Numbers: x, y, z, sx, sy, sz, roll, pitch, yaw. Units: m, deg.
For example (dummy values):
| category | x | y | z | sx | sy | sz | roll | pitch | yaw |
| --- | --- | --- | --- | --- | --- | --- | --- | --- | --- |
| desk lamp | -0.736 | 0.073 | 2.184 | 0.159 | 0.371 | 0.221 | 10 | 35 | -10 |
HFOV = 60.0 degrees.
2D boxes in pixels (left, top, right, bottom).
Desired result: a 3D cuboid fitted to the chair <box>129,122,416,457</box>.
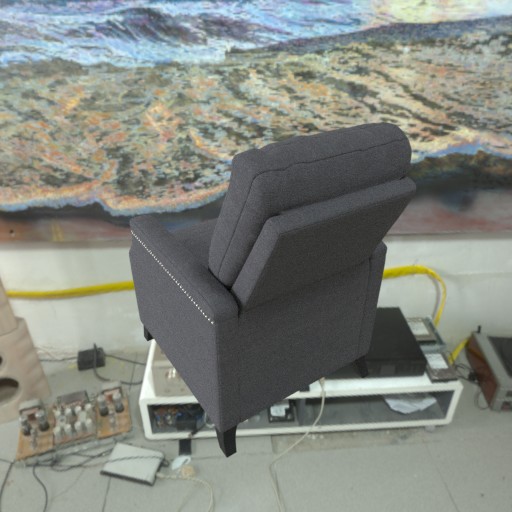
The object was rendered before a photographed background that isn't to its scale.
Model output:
| category | x | y | z | sx | sy | sz | roll | pitch | yaw |
| --- | --- | --- | --- | --- | --- | --- | --- | --- | --- |
| chair | 0.000 | 0.000 | 1.647 | 0.710 | 1.049 | 0.922 | -19 | 36 | -29 |
